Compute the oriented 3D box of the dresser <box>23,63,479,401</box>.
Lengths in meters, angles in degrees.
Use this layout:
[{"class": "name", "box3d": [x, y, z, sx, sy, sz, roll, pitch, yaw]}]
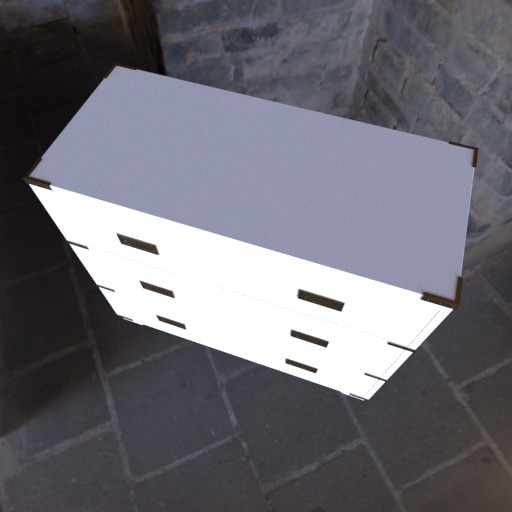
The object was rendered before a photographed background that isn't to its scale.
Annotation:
[{"class": "dresser", "box3d": [0.000, 0.000, 1.468, 1.022, 0.891, 0.460, 17, 61, 10]}]
